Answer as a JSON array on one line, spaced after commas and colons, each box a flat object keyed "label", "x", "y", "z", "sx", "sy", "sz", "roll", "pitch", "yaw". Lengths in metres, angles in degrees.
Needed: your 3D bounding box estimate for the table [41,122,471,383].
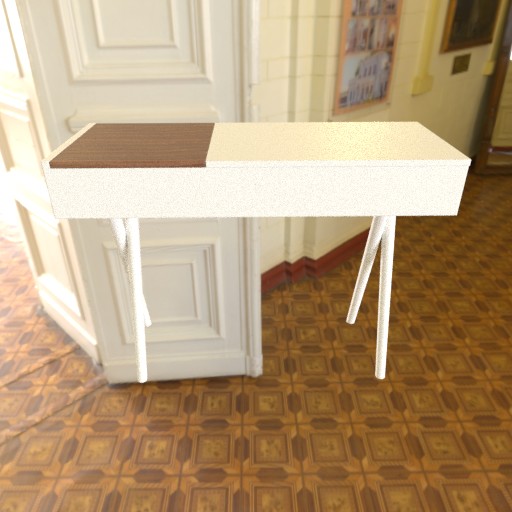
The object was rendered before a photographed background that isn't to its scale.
[{"label": "table", "x": 0.000, "y": 0.000, "z": 1.472, "sx": 1.066, "sy": 0.785, "sz": 0.418, "roll": -1, "pitch": 30, "yaw": -1}]
